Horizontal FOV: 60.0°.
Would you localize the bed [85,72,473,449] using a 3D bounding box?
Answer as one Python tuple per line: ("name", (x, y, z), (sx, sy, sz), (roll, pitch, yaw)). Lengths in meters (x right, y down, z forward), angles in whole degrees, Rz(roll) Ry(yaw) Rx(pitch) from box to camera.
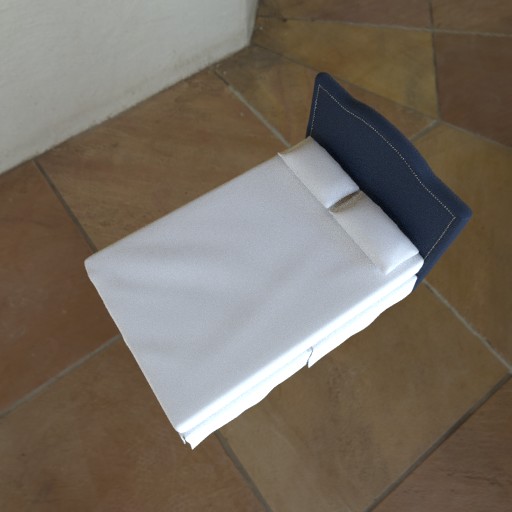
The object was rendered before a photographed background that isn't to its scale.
("bed", (0.000, 0.000, 3.579), (2.507, 1.441, 1.741), (-31, 67, -15))
